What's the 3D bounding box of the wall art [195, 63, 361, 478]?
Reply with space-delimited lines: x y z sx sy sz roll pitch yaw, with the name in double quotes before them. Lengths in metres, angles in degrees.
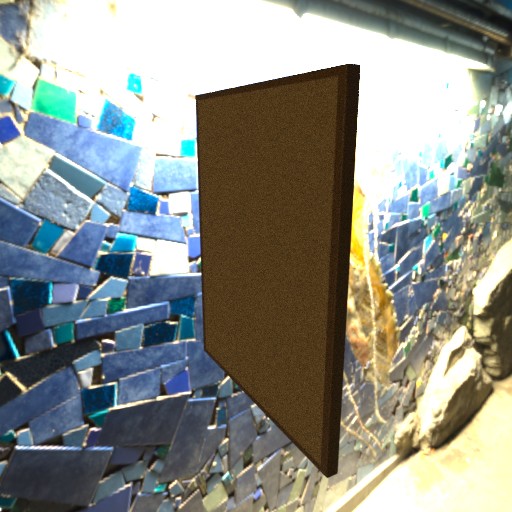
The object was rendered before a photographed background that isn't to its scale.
"wall art" 0.000 0.000 0.753 0.021 0.550 0.449 -8 17 -28
